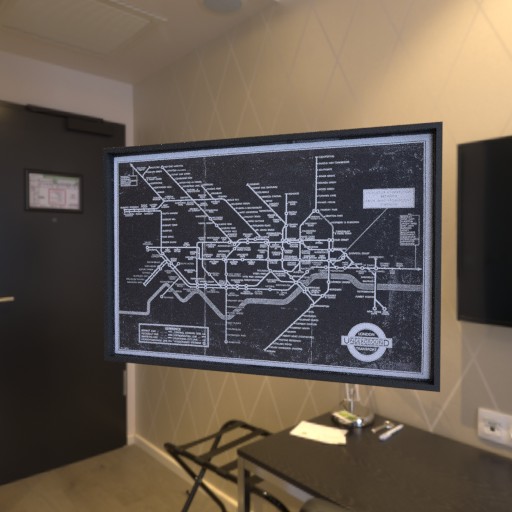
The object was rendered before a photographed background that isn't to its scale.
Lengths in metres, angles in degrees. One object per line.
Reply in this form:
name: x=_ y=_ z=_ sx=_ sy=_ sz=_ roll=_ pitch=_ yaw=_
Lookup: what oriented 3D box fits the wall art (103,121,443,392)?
wall art: x=0.000 y=0.000 z=0.871 sx=0.671 sy=0.456 sz=0.051 roll=0 pitch=1 yaw=18
